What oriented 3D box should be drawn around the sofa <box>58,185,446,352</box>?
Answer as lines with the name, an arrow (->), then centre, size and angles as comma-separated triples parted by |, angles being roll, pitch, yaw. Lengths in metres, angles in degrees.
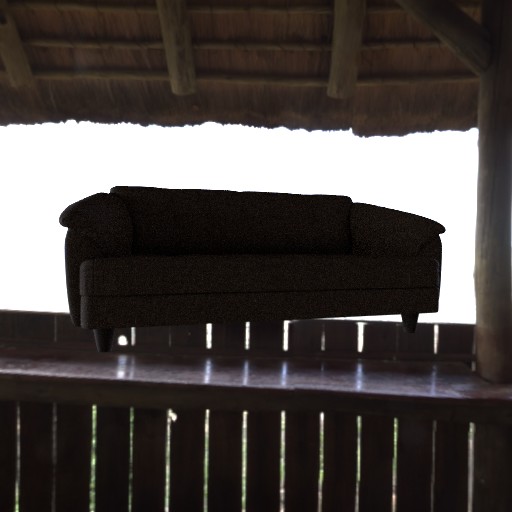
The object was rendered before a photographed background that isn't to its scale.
sofa -> 0.000, 0.000, 2.341 | 1.849, 0.790, 0.887 | 0, 0, -17
